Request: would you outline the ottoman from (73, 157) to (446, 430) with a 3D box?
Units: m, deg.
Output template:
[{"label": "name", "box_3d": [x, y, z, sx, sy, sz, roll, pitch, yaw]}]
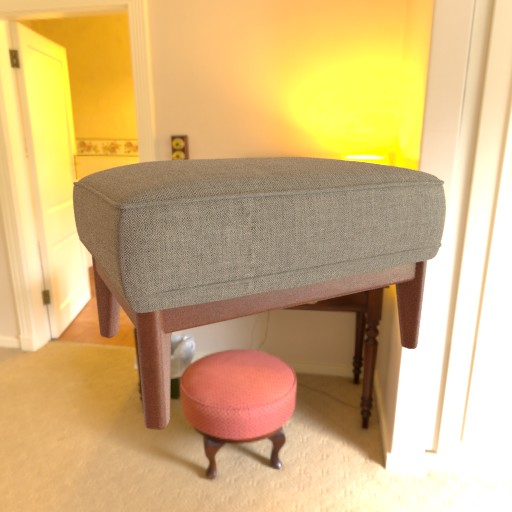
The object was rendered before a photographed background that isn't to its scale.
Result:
[{"label": "ottoman", "box_3d": [0.000, 0.000, 1.075, 0.750, 0.458, 0.555, -8, 17, -28]}]
